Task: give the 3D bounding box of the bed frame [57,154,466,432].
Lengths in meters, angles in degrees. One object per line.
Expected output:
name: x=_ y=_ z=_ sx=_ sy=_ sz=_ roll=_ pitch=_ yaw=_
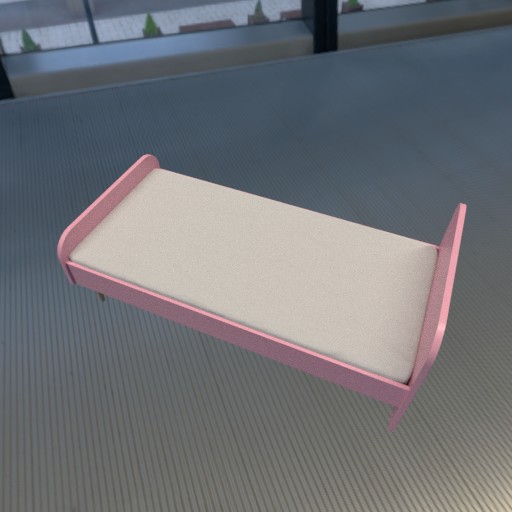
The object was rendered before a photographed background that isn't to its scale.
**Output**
bed frame: x=0.000 y=0.000 z=2.540 sx=1.963 sy=0.805 sz=0.998 roll=18 pitch=50 yaw=16
